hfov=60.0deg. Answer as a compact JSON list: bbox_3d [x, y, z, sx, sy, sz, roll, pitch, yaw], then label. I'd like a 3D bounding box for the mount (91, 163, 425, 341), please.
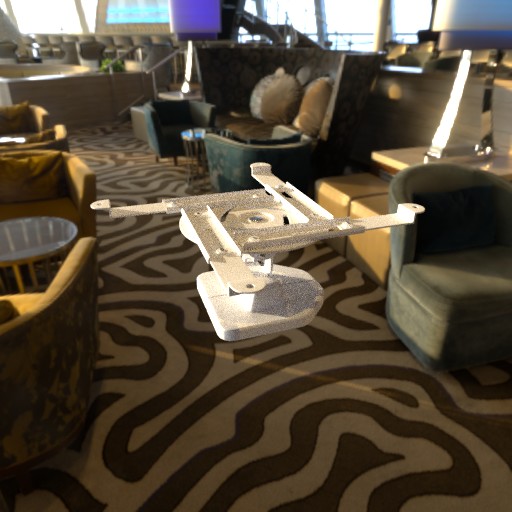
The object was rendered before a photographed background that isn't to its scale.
[{"bbox_3d":[0.000,0.000,0.589,0.394,0.141,0.394,-9,28,-17],"label":"mount"}]
